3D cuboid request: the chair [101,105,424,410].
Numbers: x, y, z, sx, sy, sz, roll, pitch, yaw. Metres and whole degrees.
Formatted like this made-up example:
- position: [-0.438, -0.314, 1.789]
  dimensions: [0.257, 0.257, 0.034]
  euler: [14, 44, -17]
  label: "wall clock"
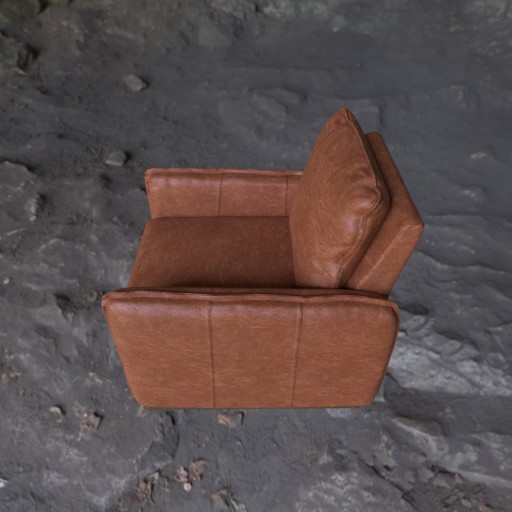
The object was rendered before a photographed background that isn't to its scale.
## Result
- position: [0.000, 0.000, 1.639]
  dimensions: [0.922, 0.922, 0.830]
  euler: [0, 41, 0]
  label: "chair"
